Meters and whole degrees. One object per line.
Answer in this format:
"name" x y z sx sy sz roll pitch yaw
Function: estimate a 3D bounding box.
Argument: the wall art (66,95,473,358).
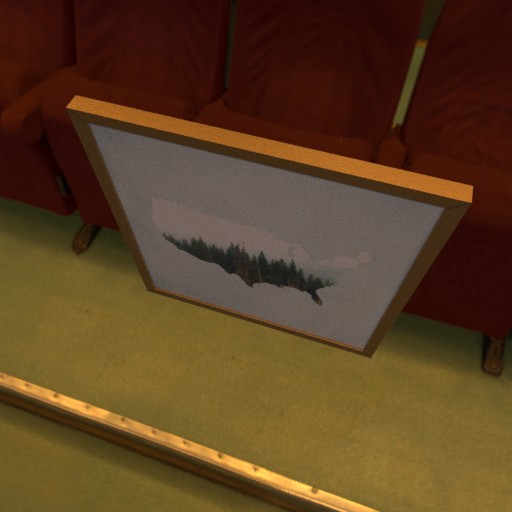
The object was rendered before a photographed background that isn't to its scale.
"wall art" 0.000 0.000 1.127 0.762 0.762 0.038 15 59 9
